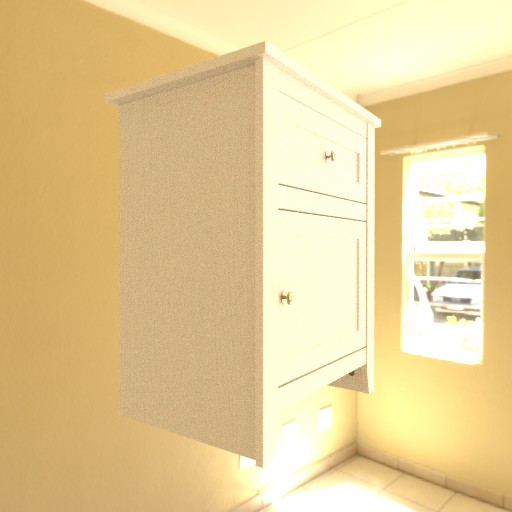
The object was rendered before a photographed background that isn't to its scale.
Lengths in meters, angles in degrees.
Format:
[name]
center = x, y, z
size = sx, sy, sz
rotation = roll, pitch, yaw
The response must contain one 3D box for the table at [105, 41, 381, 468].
[table]
center = 0.000, 0.000, 0.954
size = 0.381, 0.635, 0.480
rotation = 0, 1, 36
